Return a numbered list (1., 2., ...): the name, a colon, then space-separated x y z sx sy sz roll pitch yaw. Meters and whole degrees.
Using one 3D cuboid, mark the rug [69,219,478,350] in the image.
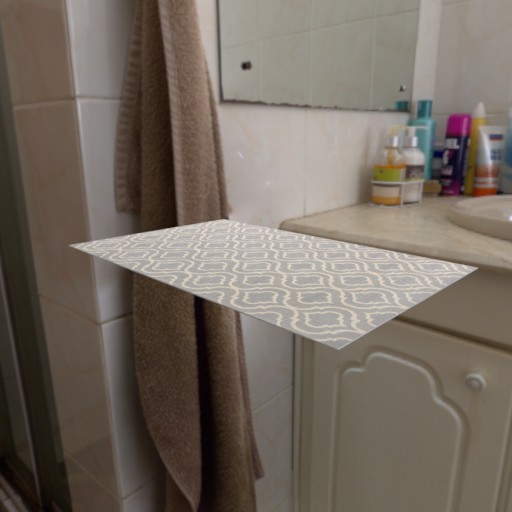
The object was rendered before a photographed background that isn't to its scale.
1. rug: 0.000 0.000 2.233 1.749 0.015 1.141 14 21 42
